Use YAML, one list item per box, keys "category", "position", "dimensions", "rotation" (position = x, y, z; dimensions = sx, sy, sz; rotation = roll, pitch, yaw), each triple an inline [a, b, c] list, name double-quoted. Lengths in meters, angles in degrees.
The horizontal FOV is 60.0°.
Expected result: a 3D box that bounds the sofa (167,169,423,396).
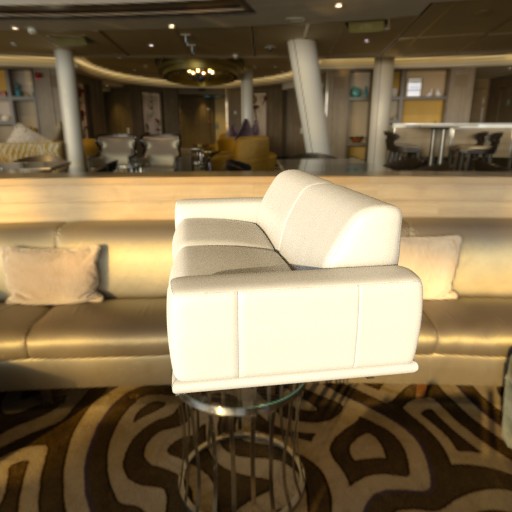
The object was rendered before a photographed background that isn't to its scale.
- category: "sofa"
  position: [0.000, 0.000, 2.368]
  dimensions: [0.900, 0.772, 1.901]
  rotation: [-3, 17, -9]
